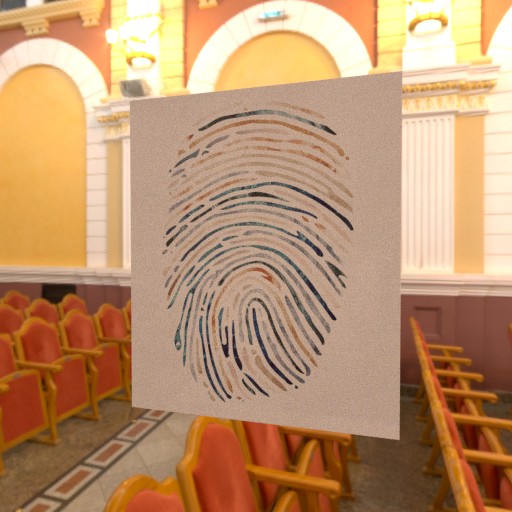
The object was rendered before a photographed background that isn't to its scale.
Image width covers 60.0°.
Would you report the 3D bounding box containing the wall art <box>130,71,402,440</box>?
[{"bbox_3d":[0.000,0.000,0.818,0.508,0.606,0.037,0,2,17],"label":"wall art"}]
